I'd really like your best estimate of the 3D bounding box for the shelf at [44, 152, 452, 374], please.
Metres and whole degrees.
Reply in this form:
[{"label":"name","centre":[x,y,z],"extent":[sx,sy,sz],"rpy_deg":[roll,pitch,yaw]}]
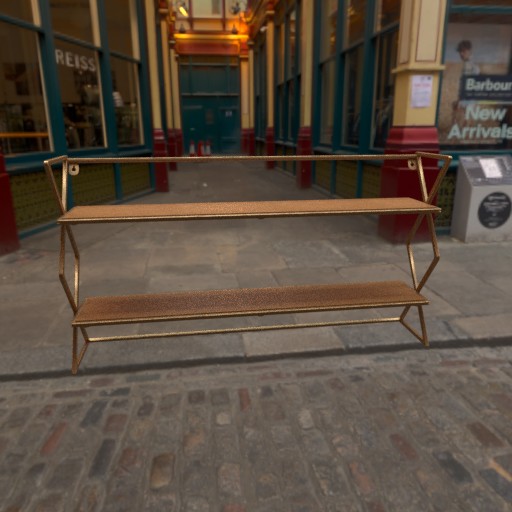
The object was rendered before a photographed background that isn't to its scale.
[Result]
[{"label":"shelf","centre":[0.000,0.000,1.017],"extent":[0.822,0.450,0.150],"rpy_deg":[-3,17,-8]}]
